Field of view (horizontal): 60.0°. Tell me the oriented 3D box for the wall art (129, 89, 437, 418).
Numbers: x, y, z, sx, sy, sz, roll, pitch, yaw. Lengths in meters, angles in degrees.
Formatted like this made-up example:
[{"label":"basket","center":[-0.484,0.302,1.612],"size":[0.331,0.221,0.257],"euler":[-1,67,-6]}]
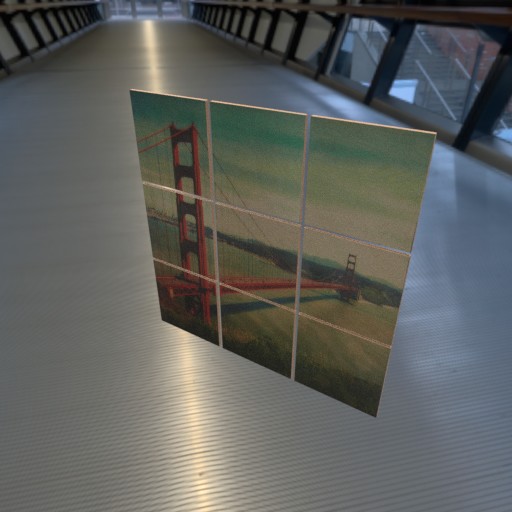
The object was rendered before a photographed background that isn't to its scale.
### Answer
[{"label":"wall art","center":[0.000,0.000,1.397],"size":[0.917,0.910,0.012],"euler":[18,35,27]}]
